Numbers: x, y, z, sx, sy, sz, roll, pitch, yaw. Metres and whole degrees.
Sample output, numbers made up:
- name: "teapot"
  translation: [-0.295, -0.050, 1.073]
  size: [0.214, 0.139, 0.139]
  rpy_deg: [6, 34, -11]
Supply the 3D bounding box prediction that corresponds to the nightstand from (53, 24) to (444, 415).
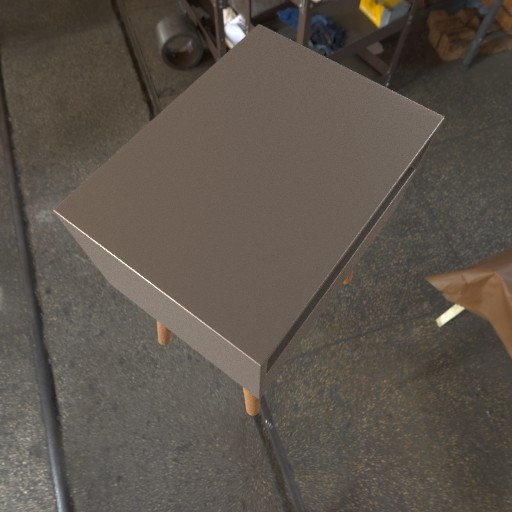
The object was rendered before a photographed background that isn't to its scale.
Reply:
- name: "nightstand"
  translation: [0.000, 0.000, 0.731]
  size: [0.288, 0.508, 0.370]
  rpy_deg: [34, 69, 15]
